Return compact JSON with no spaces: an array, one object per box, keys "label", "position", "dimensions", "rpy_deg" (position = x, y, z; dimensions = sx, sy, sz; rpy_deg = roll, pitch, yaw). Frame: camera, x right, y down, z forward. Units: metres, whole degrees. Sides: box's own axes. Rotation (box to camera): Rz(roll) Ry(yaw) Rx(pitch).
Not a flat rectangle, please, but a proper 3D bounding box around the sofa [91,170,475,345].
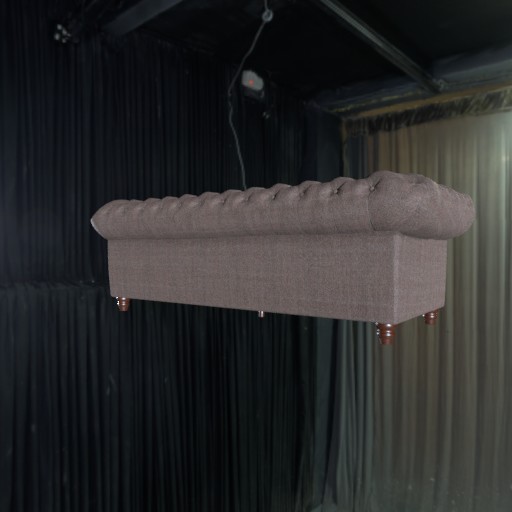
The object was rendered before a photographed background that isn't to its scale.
[{"label":"sofa","position":[0.000,0.000,2.811],"dimensions":[2.385,0.787,0.944],"rpy_deg":[0,1,37]}]
